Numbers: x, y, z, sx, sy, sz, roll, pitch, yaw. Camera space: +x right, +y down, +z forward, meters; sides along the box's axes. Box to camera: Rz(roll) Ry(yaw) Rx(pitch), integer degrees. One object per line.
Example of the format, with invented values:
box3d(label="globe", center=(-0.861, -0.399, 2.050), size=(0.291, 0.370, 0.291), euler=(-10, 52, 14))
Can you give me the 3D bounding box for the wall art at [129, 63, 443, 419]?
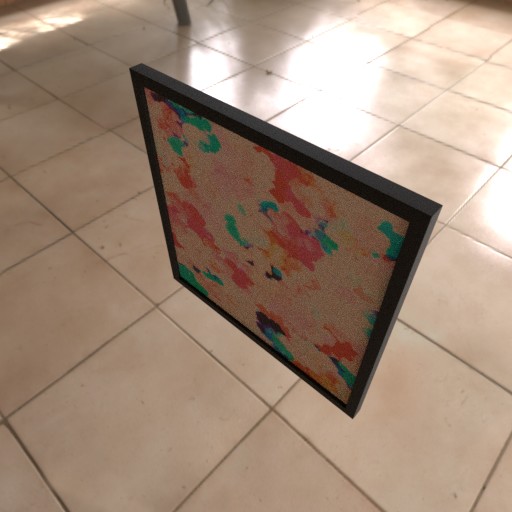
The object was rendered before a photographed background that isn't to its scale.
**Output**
box3d(label="wall art", center=(0.000, 0.000, 0.458), size=(0.306, 0.304, 0.015), euler=(34, 56, 27))
